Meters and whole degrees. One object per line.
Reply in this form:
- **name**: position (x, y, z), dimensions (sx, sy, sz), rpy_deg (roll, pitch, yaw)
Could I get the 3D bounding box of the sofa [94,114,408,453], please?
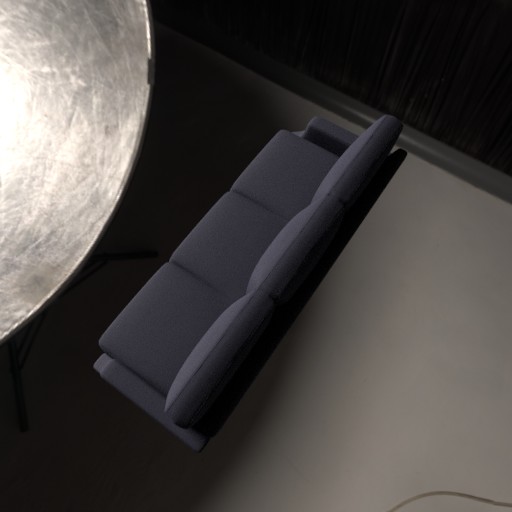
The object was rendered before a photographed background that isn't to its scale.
- **sofa**: position (0.000, 0.000, 2.677), dimensions (0.888, 0.984, 2.115), rpy_deg (32, 68, 15)
